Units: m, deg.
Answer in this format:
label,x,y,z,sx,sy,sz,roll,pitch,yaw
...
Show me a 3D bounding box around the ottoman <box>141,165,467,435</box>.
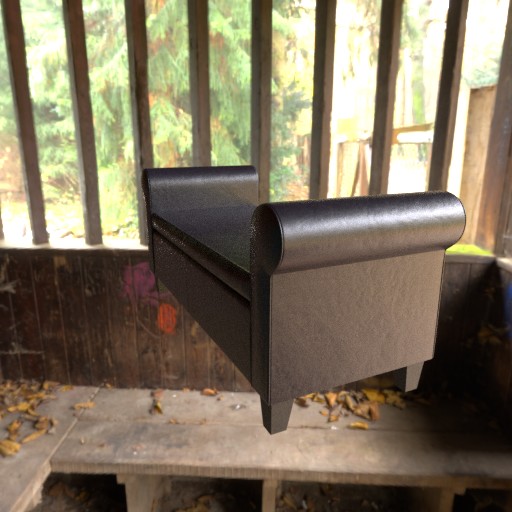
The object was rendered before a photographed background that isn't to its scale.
label,x,y,z,sx,sy,sz,roll,pitch,yaw
ottoman,0.000,0.000,1.542,0.521,0.547,1.256,-7,17,-25
